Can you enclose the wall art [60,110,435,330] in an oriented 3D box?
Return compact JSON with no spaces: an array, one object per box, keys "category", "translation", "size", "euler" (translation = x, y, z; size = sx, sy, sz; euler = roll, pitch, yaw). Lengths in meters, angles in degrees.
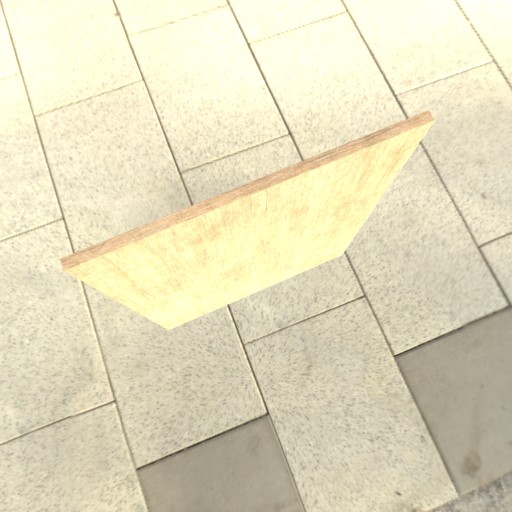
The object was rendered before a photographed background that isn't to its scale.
[{"category":"wall art","translation":[0.000,0.000,0.917],"size":[0.534,0.686,0.018],"euler":[-23,76,-6]}]
